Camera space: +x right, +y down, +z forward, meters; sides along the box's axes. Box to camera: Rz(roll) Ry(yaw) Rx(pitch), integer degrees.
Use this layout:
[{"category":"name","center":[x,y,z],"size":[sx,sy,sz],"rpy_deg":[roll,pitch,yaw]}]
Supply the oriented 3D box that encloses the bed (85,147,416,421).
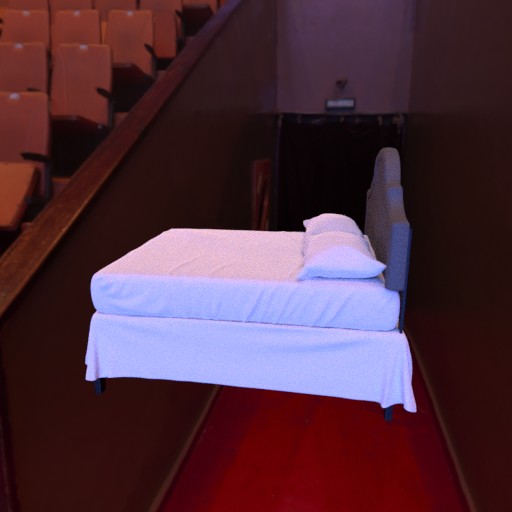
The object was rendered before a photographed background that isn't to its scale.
[{"category":"bed","center":[0.000,0.000,3.425],"size":[2.222,1.634,1.780],"rpy_deg":[2,15,9]}]
